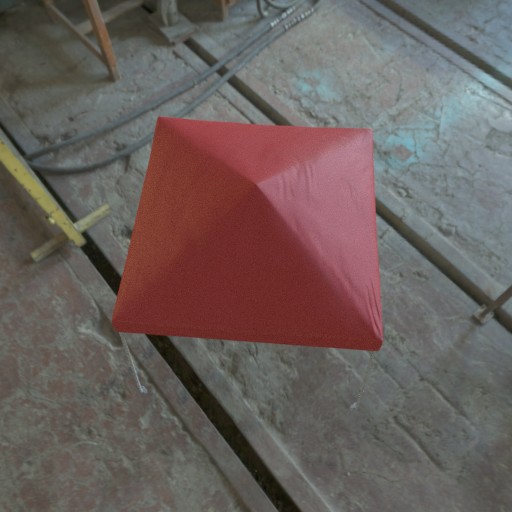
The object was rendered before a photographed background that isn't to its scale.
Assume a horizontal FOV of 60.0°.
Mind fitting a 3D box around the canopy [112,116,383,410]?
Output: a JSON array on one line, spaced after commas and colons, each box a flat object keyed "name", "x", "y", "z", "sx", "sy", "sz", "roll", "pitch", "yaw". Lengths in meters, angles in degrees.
[{"name": "canopy", "x": 0.000, "y": 0.000, "z": 6.486, "sx": 3.599, "sy": 3.600, "sz": 3.600, "roll": 4, "pitch": 64, "yaw": 2}]
